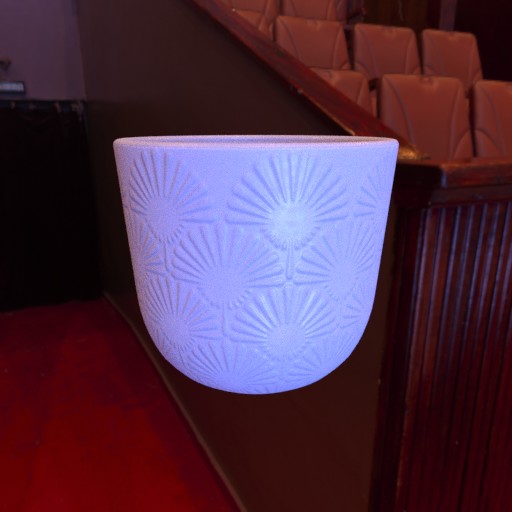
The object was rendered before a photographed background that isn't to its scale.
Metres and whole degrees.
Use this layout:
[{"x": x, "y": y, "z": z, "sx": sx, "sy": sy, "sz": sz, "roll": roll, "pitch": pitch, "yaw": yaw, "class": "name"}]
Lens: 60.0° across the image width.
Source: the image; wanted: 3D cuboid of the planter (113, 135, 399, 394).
[{"x": 0.000, "y": 0.000, "z": 0.296, "sx": 0.170, "sy": 0.152, "sz": 0.170, "roll": 0, "pitch": 16, "yaw": 0, "class": "planter"}]
